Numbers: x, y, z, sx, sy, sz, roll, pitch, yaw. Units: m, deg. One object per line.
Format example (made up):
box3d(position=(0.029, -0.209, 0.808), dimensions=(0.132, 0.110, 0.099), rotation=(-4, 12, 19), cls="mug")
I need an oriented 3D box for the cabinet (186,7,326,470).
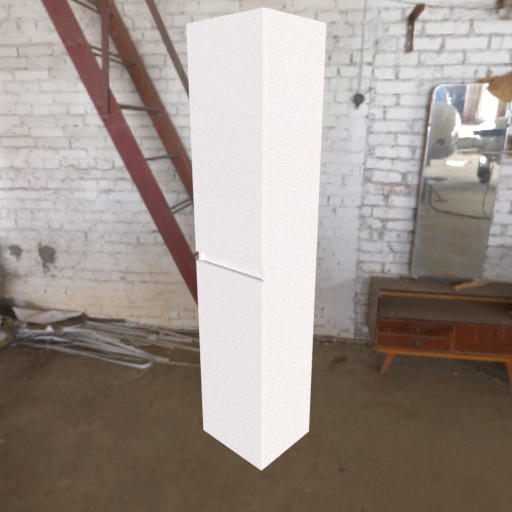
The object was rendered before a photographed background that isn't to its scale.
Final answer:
box3d(position=(0.000, 0.000, 1.483), dimensions=(0.300, 1.400, 0.269), rotation=(16, 23, 41), cls="cabinet")
